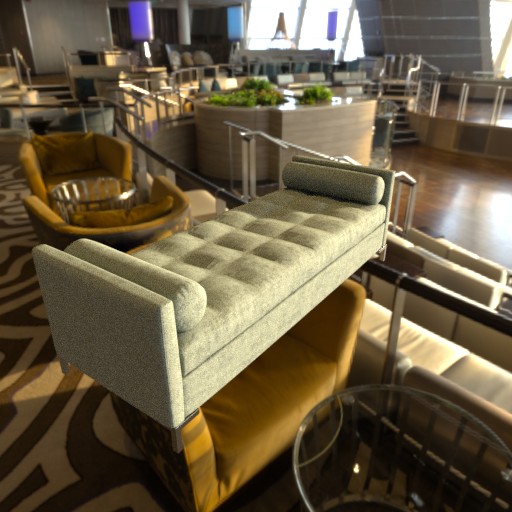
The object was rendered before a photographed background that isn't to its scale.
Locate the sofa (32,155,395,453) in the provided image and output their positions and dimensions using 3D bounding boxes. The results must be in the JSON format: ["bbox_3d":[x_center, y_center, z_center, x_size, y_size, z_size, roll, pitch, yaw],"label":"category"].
[{"bbox_3d":[0.000,0.000,2.499,0.797,0.657,2.102,18,31,32],"label":"sofa"}]
